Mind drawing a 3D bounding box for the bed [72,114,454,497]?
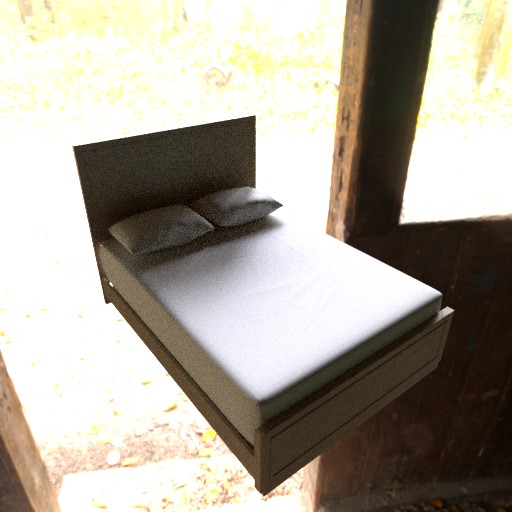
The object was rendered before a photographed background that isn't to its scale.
[{"bbox_3d":[0.000,0.000,3.137,1.606,1.369,2.189,-21,36,-32],"label":"bed"}]
